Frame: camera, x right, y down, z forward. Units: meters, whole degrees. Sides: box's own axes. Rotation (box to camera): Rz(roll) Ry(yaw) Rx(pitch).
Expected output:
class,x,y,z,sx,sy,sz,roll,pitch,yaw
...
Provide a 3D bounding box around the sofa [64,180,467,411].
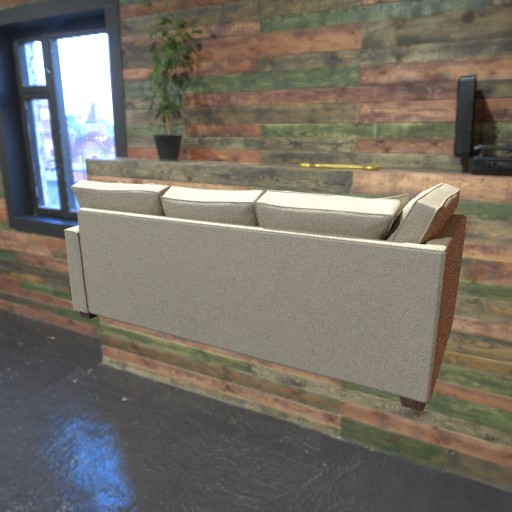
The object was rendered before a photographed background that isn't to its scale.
class,x,y,z,sx,sy,sz,roll,pitch,yaw
sofa,0.000,0.000,2.824,2.323,0.948,1.053,8,17,28
